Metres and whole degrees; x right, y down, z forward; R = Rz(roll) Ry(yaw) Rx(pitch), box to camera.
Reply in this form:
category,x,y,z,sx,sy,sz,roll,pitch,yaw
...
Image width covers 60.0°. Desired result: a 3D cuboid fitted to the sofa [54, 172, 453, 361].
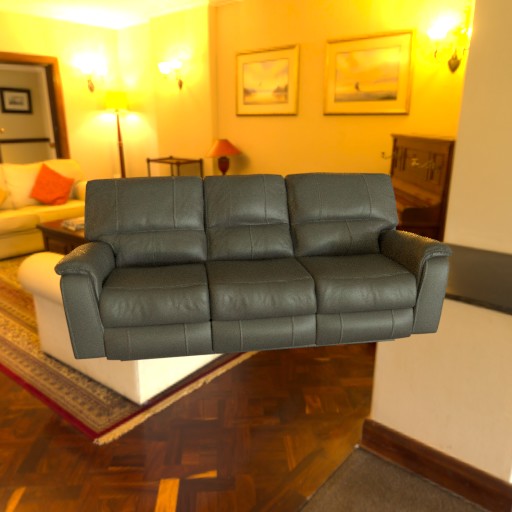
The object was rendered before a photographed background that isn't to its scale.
category,x,y,z,sx,sy,sz,roll,pitch,yaw
sofa,0.000,0.000,3.326,2.627,1.134,1.104,-3,17,-8
